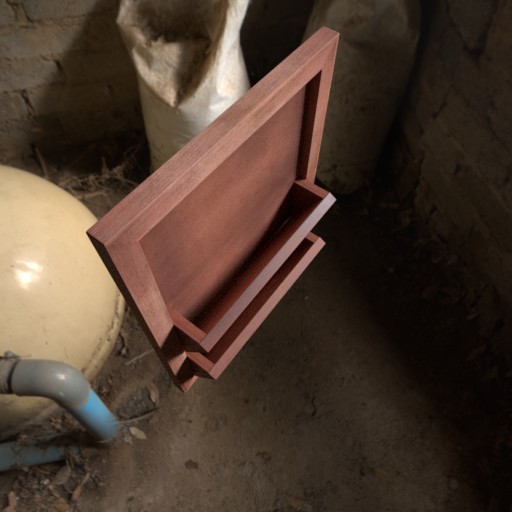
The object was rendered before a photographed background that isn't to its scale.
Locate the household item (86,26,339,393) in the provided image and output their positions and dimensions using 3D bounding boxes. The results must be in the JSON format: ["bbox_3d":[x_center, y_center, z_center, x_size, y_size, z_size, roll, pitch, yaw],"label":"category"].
[{"bbox_3d":[0.000,0.000,0.539,0.067,0.407,0.310,33,64,18],"label":"household item"}]
